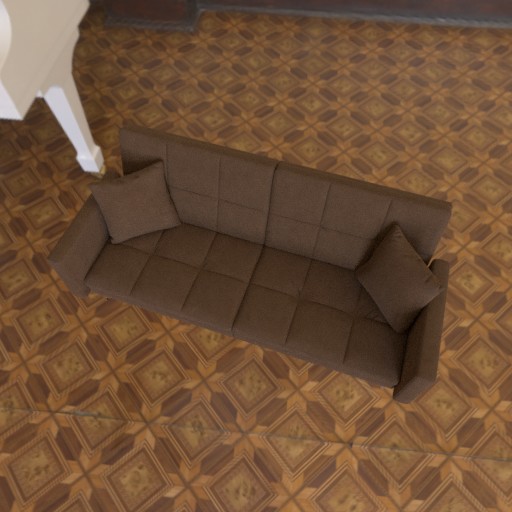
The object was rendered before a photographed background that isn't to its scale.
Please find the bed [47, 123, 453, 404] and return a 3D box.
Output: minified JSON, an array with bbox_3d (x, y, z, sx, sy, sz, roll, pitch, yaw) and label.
[{"bbox_3d":[0.000,0.000,2.371,1.905,0.787,0.889,16,60,10],"label":"bed"}]
